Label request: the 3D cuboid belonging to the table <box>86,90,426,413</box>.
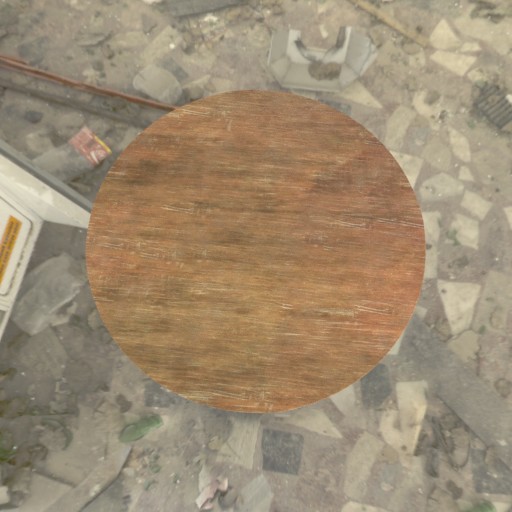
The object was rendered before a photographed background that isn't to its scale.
[{"bbox_3d":[0.000,0.000,1.493,0.974,0.450,0.974,0,73,0],"label":"table"}]
